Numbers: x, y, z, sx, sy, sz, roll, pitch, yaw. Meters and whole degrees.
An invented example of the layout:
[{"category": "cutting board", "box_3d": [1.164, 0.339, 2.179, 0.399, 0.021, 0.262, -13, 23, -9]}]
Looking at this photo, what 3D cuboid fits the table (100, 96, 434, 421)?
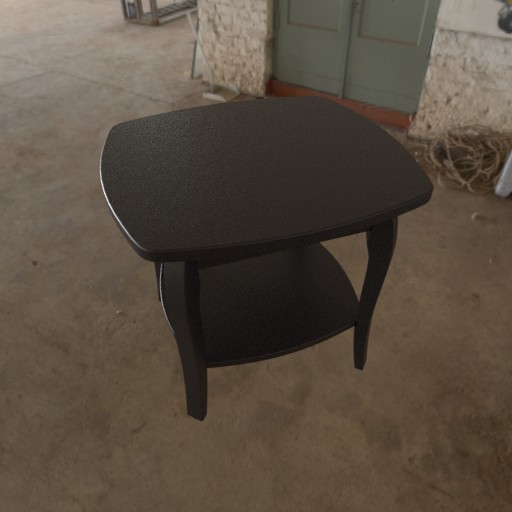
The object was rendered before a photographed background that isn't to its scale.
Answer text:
[{"category": "table", "box_3d": [0.000, 0.000, 0.895, 0.508, 0.457, 0.457, -13, 42, -15]}]
